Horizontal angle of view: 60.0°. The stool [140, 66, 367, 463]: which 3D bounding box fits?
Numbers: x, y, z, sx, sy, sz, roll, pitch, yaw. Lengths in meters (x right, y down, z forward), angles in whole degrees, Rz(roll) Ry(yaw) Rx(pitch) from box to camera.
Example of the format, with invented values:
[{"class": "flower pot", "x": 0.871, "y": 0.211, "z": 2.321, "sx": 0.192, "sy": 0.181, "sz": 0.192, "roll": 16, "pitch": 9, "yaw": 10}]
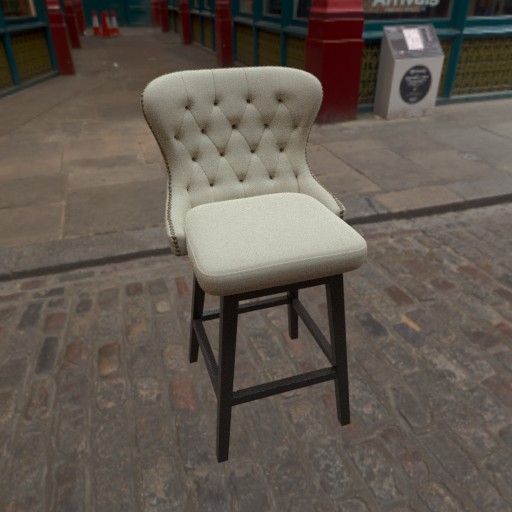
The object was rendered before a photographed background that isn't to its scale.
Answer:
[{"class": "stool", "x": 0.000, "y": 0.000, "z": 1.320, "sx": 0.528, "sy": 0.971, "sz": 0.593, "roll": -10, "pitch": 33, "yaw": -16}]
